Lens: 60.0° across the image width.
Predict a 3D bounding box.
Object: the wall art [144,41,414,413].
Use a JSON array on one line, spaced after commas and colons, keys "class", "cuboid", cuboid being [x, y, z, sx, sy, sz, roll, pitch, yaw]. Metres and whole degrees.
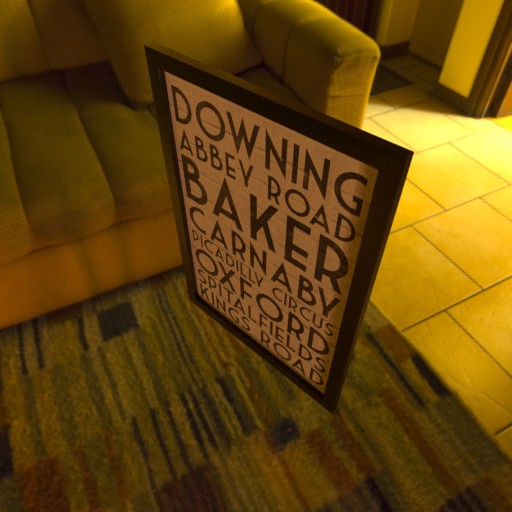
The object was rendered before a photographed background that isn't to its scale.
[{"class": "wall art", "cuboid": [0.000, 0.000, 0.550, 0.304, 0.432, 0.013, 34, 55, 27]}]
